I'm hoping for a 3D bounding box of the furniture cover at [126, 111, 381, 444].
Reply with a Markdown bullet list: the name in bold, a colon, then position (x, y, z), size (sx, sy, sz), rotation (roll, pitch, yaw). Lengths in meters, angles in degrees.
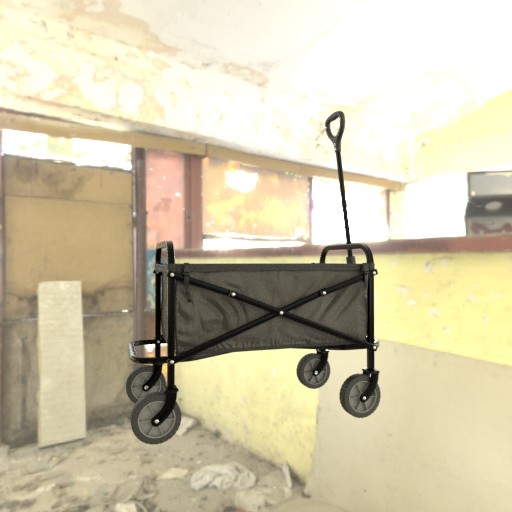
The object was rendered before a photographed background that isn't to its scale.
- **furniture cover**: position (0.000, 0.000, 1.878), size (1.038, 1.295, 0.532), rotation (0, -1, -18)
